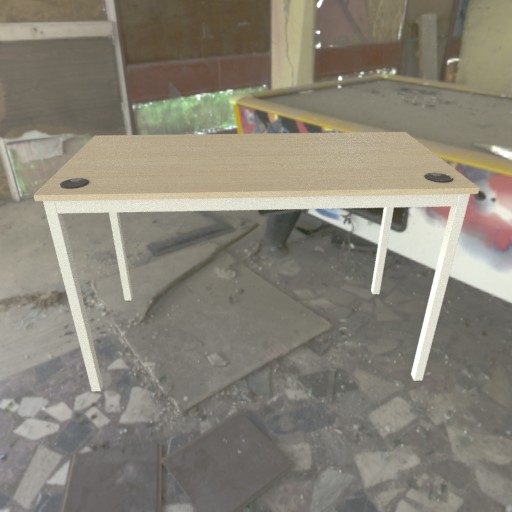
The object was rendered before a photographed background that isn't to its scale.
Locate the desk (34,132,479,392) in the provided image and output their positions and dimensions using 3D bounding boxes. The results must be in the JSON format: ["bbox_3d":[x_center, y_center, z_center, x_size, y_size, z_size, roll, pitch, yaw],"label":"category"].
[{"bbox_3d":[0.000,0.000,1.635,1.200,0.750,0.600,-1,30,-2],"label":"desk"}]
